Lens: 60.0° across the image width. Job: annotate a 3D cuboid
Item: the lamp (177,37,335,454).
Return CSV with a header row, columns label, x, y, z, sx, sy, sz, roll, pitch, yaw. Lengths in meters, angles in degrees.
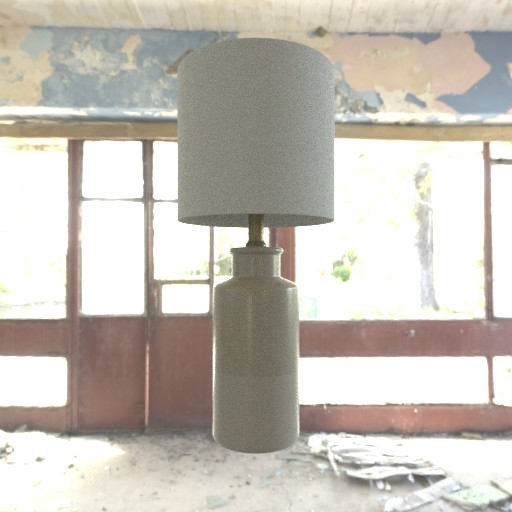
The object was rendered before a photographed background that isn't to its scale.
label,x,y,z,sx,sy,sz,roll,pitch,yaw
lamp,0.000,0.000,0.605,0.212,0.493,0.212,-1,-1,36
